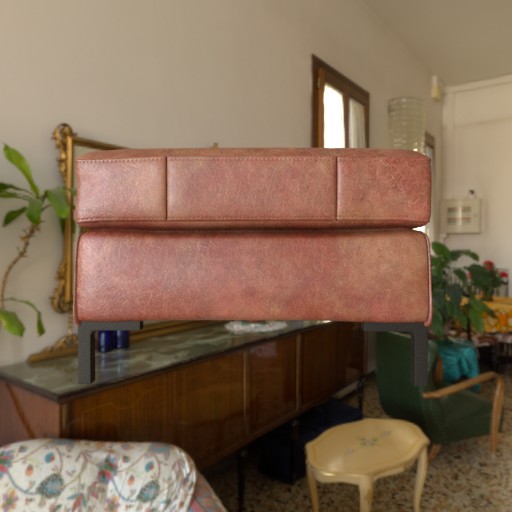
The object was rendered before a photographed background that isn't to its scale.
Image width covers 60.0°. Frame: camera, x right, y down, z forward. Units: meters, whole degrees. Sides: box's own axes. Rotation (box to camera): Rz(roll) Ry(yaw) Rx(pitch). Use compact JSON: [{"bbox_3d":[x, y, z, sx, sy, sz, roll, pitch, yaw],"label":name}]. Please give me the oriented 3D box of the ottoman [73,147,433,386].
[{"bbox_3d":[0.000,0.000,1.743,0.965,0.667,1.186,0,1,1],"label":"ottoman"}]
